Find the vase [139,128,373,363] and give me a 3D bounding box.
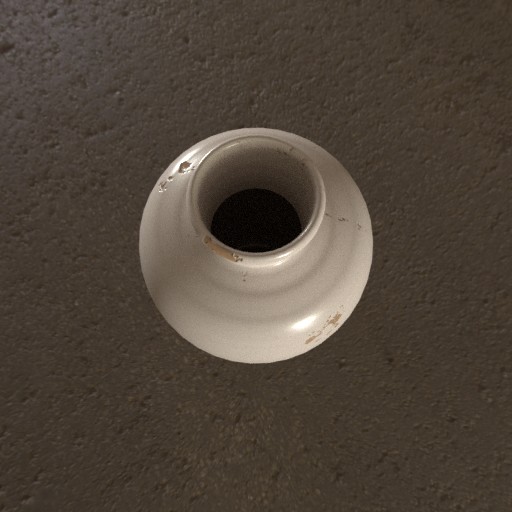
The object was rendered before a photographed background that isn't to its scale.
[{"bbox_3d":[0.000,0.000,0.333,0.158,0.228,0.158,0,74,0],"label":"vase"}]
